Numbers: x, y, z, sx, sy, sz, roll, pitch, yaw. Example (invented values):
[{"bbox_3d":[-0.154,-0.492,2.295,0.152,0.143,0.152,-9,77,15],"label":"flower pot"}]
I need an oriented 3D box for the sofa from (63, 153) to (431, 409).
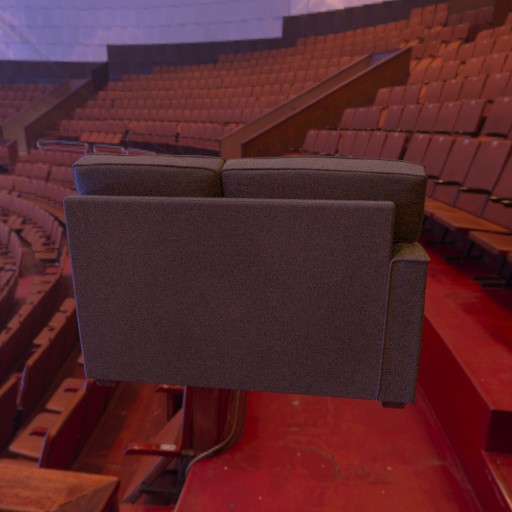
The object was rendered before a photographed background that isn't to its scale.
[{"bbox_3d":[0.000,0.000,2.133,1.388,0.989,0.991,2,16,7],"label":"sofa"}]
